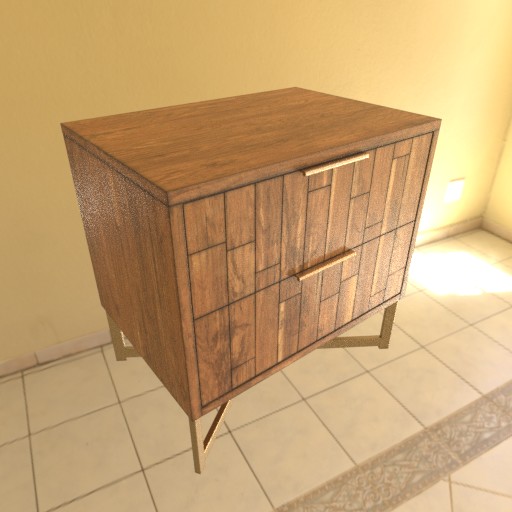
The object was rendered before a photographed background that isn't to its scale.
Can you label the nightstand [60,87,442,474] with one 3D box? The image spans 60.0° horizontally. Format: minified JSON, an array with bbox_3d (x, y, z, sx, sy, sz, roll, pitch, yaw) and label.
[{"bbox_3d":[0.000,0.000,1.019,0.610,0.610,0.446,-22,37,-32],"label":"nightstand"}]
